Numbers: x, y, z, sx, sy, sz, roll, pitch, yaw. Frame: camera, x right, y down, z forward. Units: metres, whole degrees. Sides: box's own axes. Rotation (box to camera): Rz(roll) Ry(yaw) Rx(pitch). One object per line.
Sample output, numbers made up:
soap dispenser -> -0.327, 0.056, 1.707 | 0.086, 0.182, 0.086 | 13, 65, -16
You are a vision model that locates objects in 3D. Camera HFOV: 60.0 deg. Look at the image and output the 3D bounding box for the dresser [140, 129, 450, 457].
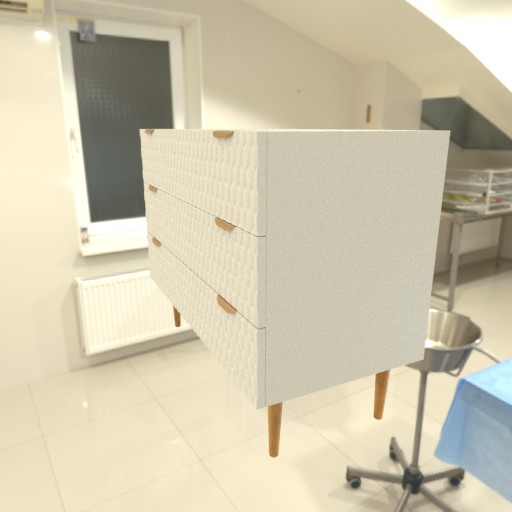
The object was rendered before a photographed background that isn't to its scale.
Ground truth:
dresser -> 0.000, 0.000, 1.316 | 0.457, 0.721, 0.905 | -8, 18, -25
